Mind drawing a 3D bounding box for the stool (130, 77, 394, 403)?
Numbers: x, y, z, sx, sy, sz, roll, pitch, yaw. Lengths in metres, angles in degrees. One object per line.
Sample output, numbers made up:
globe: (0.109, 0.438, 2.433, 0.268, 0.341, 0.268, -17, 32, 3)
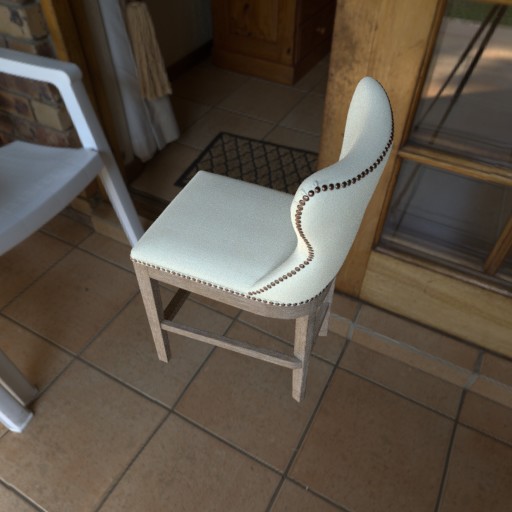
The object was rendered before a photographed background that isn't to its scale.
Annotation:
stool: (0.000, 0.000, 1.327, 0.608, 0.981, 0.498, 17, 49, 15)
